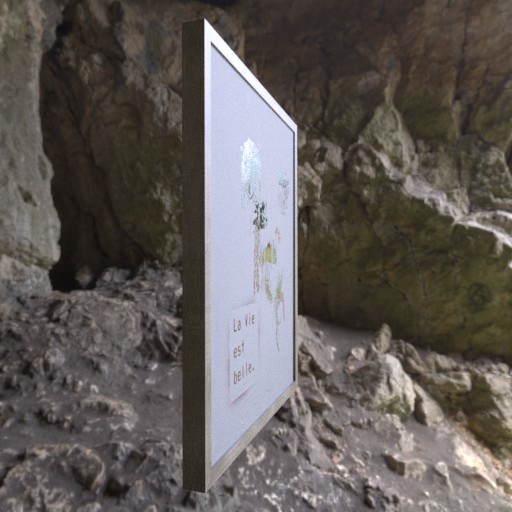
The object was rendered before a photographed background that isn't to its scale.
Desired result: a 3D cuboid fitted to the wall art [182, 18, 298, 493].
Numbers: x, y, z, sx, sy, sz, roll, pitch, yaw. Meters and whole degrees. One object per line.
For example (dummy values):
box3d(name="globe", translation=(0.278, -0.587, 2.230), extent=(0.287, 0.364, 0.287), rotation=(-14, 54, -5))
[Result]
box3d(name="wall art", translation=(0.000, 0.000, 0.690), extent=(0.032, 0.521, 0.421), rotation=(0, 0, 19))
